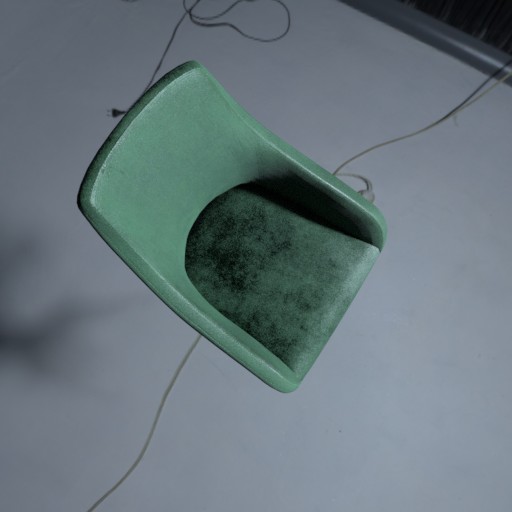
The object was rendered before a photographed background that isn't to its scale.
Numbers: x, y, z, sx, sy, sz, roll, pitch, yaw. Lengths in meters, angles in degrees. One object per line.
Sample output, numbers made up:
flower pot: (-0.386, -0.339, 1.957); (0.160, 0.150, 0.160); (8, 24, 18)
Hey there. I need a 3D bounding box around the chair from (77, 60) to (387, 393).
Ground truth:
chair: (0.000, 0.000, 1.554); (0.794, 1.081, 0.683); (33, 78, 8)
